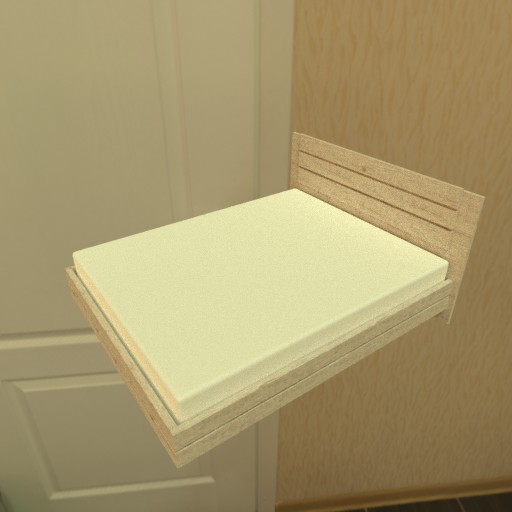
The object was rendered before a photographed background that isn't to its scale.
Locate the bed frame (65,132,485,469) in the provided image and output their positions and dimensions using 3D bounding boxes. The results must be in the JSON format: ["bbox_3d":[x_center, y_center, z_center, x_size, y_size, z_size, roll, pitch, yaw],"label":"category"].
[{"bbox_3d":[0.000,0.000,2.948,2.080,0.970,1.750,-20,36,-30],"label":"bed frame"}]
